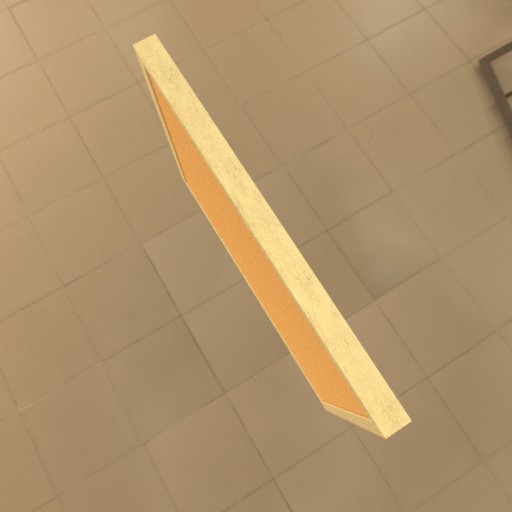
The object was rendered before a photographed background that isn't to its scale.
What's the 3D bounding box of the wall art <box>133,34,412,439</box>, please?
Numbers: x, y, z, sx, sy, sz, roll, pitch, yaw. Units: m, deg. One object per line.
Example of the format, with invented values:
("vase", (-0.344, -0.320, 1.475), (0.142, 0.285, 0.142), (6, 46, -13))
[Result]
("wall art", (0.000, 0.000, 0.674), (0.032, 0.380, 0.532), (-31, 77, -8))
